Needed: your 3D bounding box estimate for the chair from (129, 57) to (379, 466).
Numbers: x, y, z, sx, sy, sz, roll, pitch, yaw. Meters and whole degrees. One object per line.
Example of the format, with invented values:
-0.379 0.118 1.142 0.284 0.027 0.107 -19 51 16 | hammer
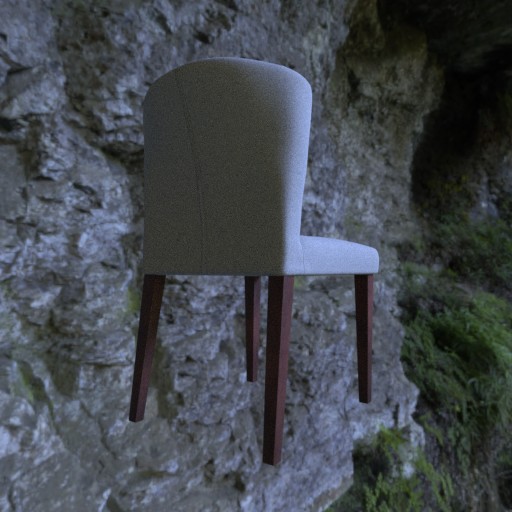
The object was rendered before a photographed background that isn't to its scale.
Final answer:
0.000 0.000 1.204 0.491 0.839 0.592 -1 -2 36 | chair
